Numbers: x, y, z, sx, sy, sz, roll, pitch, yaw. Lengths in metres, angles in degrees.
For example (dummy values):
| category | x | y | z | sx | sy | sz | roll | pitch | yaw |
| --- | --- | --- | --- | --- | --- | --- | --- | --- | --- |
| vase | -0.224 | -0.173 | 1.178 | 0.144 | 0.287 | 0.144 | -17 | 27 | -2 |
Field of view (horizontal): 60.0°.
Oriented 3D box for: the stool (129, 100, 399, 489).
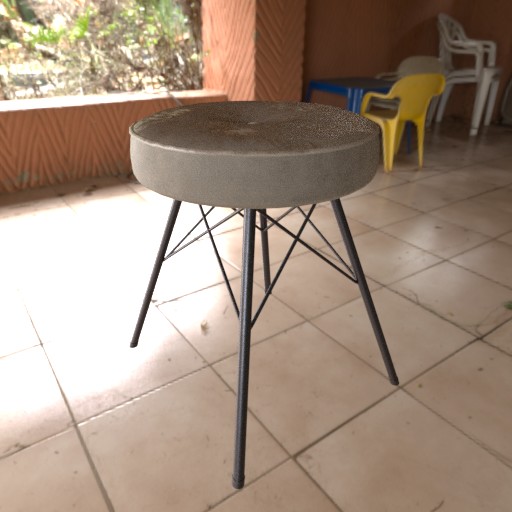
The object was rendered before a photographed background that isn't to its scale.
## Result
| category | x | y | z | sx | sy | sz | roll | pitch | yaw |
| --- | --- | --- | --- | --- | --- | --- | --- | --- | --- |
| stool | 0.000 | 0.000 | 0.861 | 0.423 | 0.538 | 0.457 | -18 | 32 | -32 |
